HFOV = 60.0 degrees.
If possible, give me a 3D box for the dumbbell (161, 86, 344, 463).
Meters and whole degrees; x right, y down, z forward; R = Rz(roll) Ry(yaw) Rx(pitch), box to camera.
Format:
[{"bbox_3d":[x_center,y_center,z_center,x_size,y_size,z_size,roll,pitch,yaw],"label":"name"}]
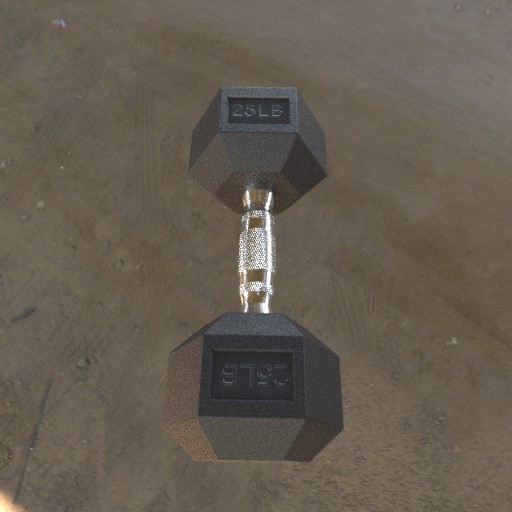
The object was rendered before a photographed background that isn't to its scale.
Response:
[{"bbox_3d":[0.000,0.000,0.374,0.129,0.113,0.315,1,64,0],"label":"dumbbell"}]
